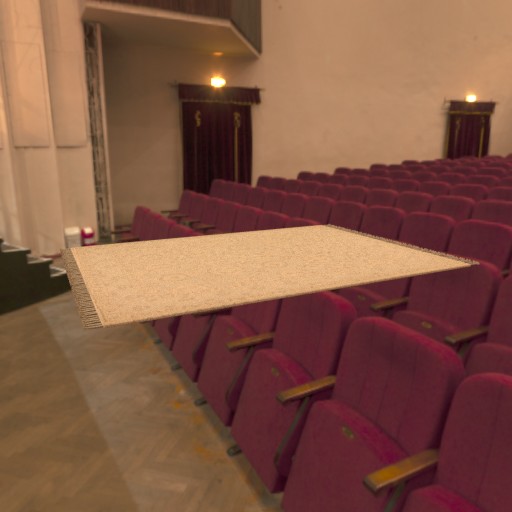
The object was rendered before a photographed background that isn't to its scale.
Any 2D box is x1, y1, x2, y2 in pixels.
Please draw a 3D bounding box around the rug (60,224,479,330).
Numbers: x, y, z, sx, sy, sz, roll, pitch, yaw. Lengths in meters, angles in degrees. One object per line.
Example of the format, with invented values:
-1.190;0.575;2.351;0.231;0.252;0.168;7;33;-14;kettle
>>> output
0.000;0.000;2.255;1.771;0.015;1.223;-7;15;-26;rug
